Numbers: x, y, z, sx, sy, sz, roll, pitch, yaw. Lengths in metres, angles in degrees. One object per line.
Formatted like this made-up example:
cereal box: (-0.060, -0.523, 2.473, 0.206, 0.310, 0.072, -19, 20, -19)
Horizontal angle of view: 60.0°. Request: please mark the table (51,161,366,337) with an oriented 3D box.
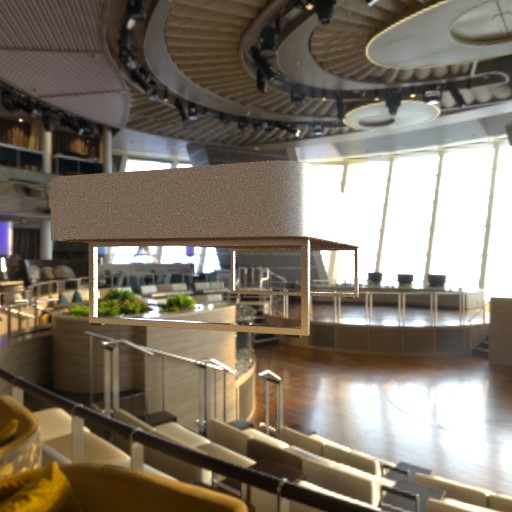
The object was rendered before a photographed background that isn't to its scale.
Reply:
table: (0.000, 0.000, 1.440, 0.600, 0.340, 1.200, 0, 0, 19)
